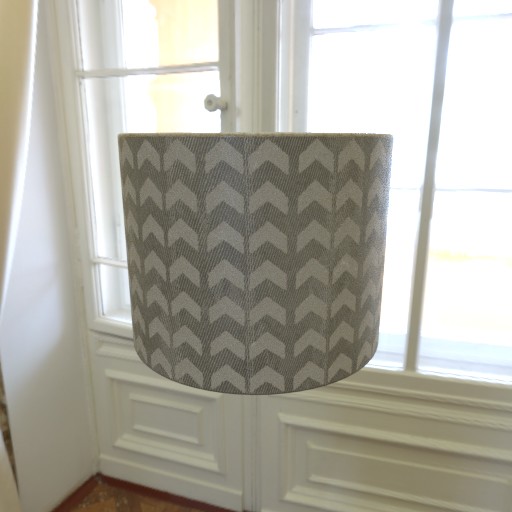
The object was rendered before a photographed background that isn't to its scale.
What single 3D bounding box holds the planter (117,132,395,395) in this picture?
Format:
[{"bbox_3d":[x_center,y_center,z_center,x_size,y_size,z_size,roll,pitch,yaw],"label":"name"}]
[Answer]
[{"bbox_3d":[0.000,0.000,0.448,0.250,0.239,0.250,0,15,0],"label":"planter"}]
